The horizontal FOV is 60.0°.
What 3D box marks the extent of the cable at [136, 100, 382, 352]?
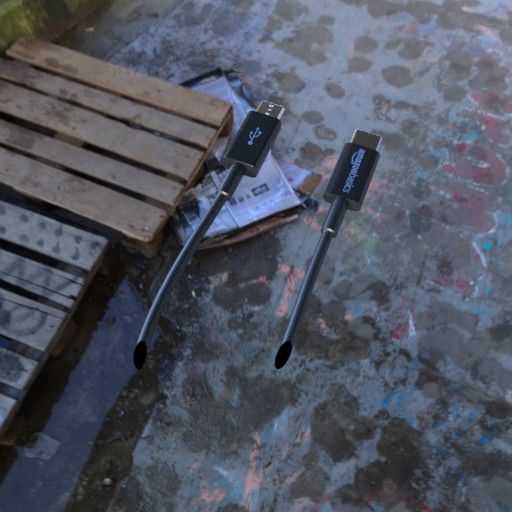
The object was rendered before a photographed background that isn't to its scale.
[{"bbox_3d":[0.000,0.000,0.111,0.040,0.006,0.098,21,65,10],"label":"cable"}]
